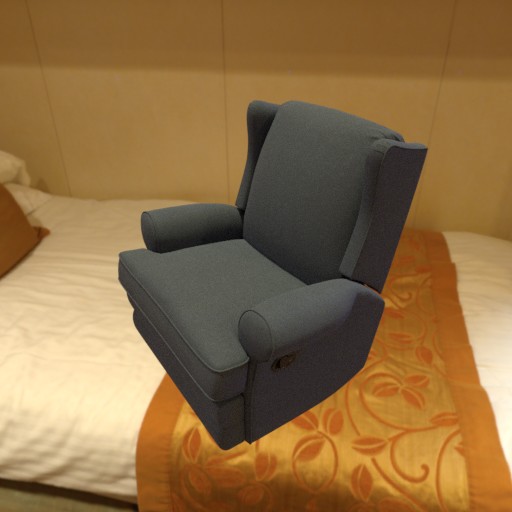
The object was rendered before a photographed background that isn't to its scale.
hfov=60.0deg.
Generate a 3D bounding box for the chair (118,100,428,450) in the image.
[{"bbox_3d":[0.000,0.000,1.721,0.877,1.020,0.971,-19,36,-29],"label":"chair"}]
